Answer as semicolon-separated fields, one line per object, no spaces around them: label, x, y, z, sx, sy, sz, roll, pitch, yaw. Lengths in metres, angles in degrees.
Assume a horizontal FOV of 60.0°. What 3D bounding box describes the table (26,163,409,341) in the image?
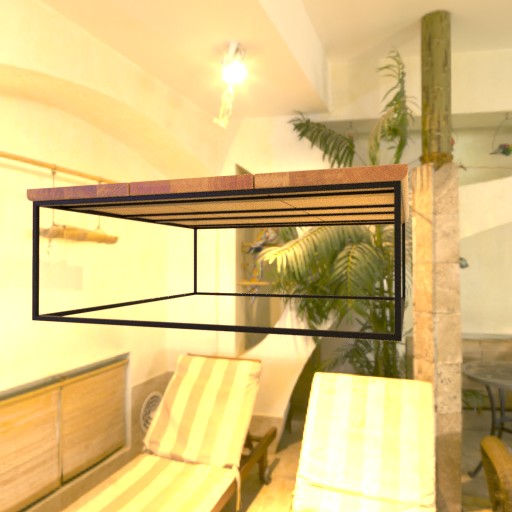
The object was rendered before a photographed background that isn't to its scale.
table;0.000;0.000;1.688;1.100;0.400;1.100;0;-1;19
